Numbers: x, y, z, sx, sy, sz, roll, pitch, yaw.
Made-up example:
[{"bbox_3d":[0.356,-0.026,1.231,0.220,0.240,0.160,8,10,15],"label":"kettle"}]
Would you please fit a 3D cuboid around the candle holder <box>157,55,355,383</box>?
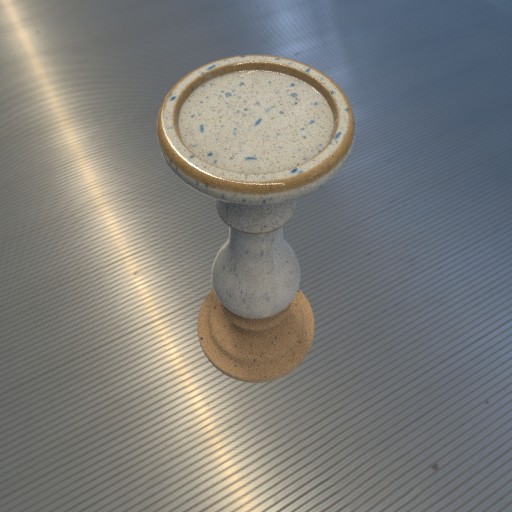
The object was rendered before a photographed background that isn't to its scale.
[{"bbox_3d":[0.000,0.000,0.252,0.088,0.203,0.088,0,58,0],"label":"candle holder"}]
